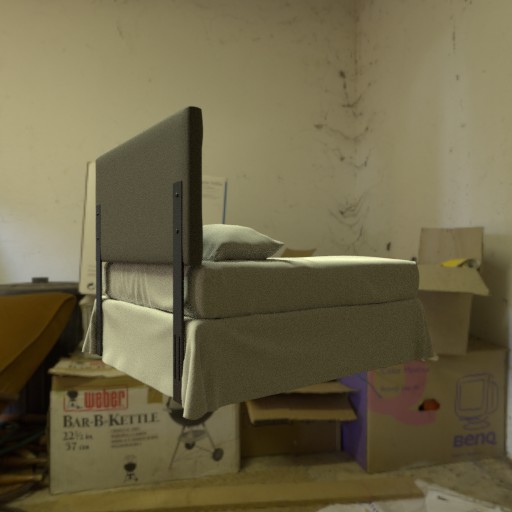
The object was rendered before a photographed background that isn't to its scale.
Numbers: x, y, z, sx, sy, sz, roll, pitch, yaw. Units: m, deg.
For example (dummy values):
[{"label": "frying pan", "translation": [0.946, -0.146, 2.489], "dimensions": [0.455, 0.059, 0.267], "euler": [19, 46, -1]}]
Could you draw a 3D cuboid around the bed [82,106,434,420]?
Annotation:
[{"label": "bed", "translation": [0.000, 0.000, 3.541], "dimensions": [2.222, 1.577, 1.936], "euler": [0, 0, -36]}]
